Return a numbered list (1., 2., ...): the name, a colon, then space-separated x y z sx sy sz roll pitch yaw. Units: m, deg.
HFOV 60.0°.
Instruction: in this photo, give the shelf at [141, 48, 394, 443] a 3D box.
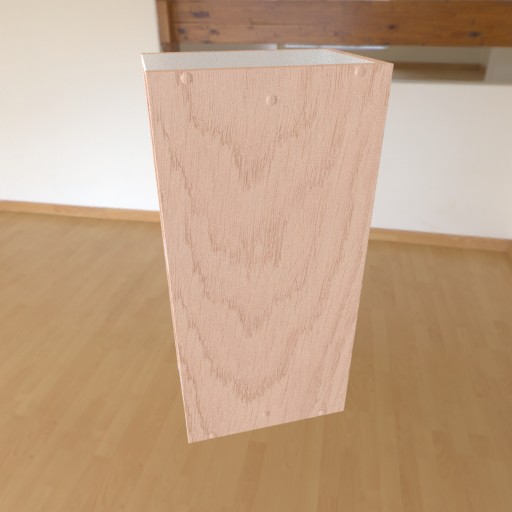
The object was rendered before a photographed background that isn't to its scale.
1. shelf: 0.000 0.000 0.731 0.290 0.600 0.200 -7 31 -12
